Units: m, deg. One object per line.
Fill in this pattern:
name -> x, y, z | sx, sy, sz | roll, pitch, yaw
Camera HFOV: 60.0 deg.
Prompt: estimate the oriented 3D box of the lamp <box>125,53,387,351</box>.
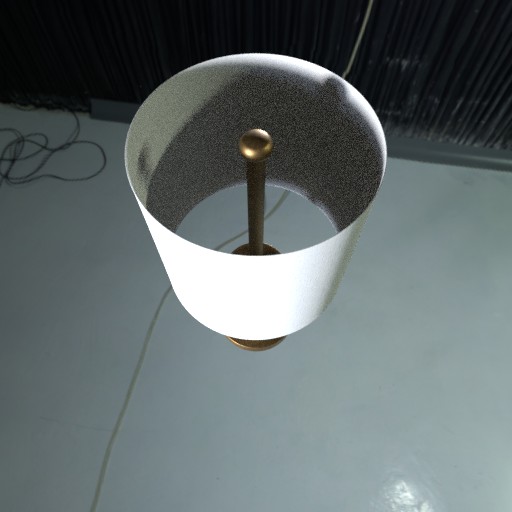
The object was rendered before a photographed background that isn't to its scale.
lamp -> 0.000, 0.000, 0.535 | 0.210, 0.410, 0.210 | 4, 63, 2
